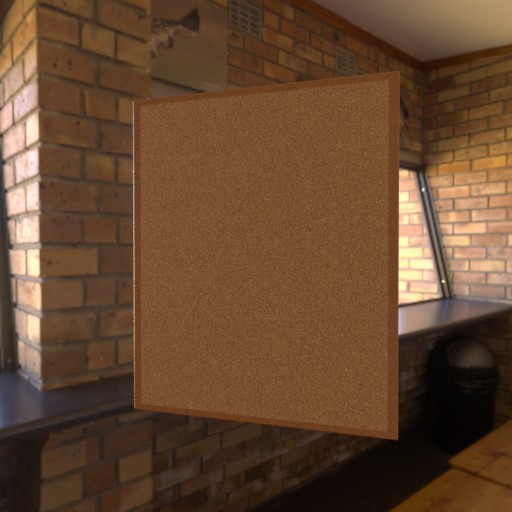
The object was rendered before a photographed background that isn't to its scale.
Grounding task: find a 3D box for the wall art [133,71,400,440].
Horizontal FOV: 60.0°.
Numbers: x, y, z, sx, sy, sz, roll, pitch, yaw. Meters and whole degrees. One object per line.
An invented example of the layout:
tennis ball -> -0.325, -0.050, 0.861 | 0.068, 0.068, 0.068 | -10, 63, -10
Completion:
wall art -> 0.000, 0.000, 0.505 | 0.310, 0.379, 0.015 | 0, 1, 17
